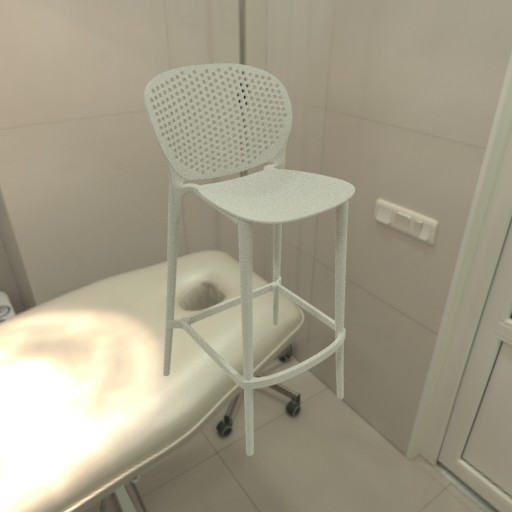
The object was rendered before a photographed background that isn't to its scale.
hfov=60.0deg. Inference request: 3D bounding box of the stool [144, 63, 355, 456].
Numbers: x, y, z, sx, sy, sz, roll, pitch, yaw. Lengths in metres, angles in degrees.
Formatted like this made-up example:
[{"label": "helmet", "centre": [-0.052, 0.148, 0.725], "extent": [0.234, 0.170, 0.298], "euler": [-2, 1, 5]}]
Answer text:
[{"label": "stool", "centre": [0.000, 0.000, 1.367], "extent": [0.536, 1.045, 0.535], "euler": [-19, 35, -30]}]
